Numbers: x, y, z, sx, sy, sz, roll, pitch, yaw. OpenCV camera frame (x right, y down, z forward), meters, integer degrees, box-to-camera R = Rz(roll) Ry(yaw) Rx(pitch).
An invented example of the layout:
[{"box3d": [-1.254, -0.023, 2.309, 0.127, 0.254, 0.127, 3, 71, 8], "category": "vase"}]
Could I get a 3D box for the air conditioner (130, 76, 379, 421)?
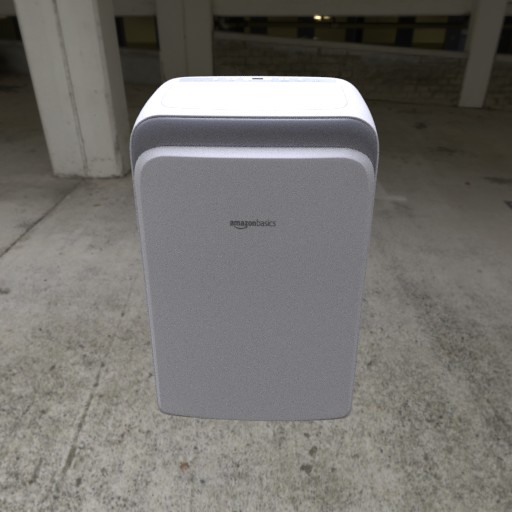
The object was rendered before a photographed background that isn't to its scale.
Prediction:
[{"box3d": [0.000, 0.000, 0.964, 0.454, 0.700, 0.365, 1, 29, 1], "category": "air conditioner"}]
